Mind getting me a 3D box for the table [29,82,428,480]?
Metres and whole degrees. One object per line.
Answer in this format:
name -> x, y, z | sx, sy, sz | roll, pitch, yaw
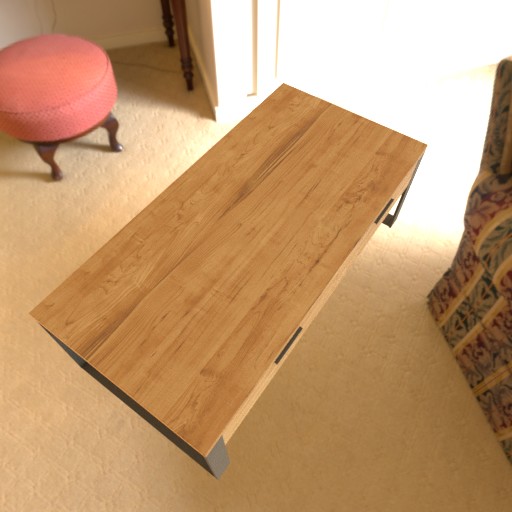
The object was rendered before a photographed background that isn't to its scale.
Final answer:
table -> 0.000, 0.000, 1.472 | 0.590, 0.400, 1.180 | 31, 62, 19
